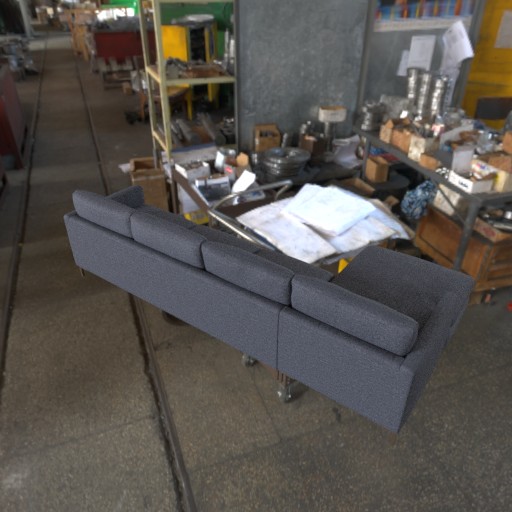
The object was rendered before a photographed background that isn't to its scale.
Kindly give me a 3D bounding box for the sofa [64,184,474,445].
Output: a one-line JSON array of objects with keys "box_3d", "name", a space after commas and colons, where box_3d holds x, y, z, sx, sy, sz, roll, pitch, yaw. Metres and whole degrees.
[{"box_3d": [0.000, 0.000, 2.861, 2.445, 0.673, 1.125, 21, 38, 29], "name": "sofa"}]
